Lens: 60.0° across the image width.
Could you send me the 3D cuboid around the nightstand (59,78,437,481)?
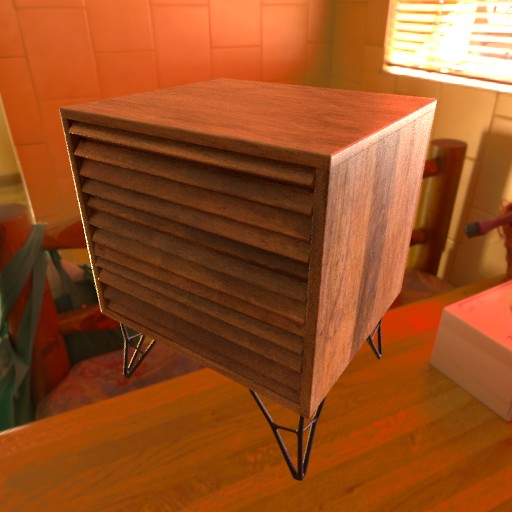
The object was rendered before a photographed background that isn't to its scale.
[{"bbox_3d":[0.000,0.000,0.842,0.457,0.559,0.406,18,34,30],"label":"nightstand"}]
